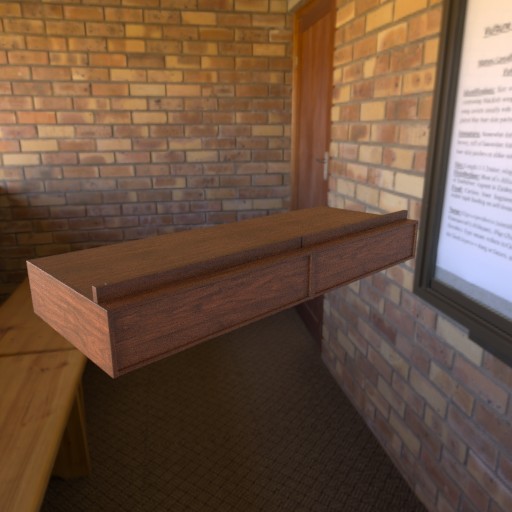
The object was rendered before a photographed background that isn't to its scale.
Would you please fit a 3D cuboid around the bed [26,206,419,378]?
[{"bbox_3d":[0.000,0.000,2.385,2.057,0.326,0.787,-15,22,-42],"label":"bed"}]
